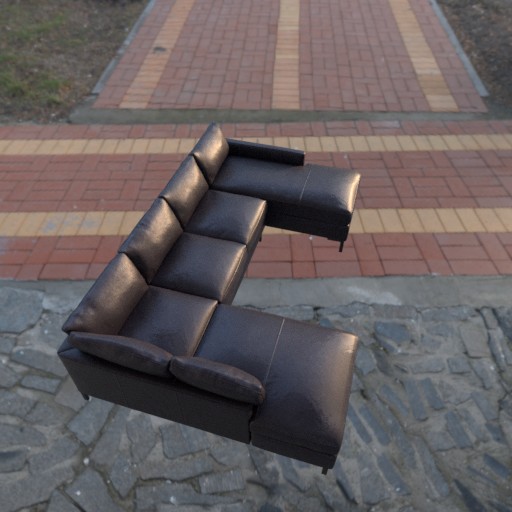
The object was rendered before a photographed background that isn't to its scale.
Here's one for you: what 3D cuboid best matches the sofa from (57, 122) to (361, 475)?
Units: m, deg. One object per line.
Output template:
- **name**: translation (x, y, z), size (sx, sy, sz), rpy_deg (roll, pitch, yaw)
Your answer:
- **sofa**: translation (0.000, 0.000, 3.865), size (1.939, 0.900, 2.956), rpy_deg (12, 47, 12)
